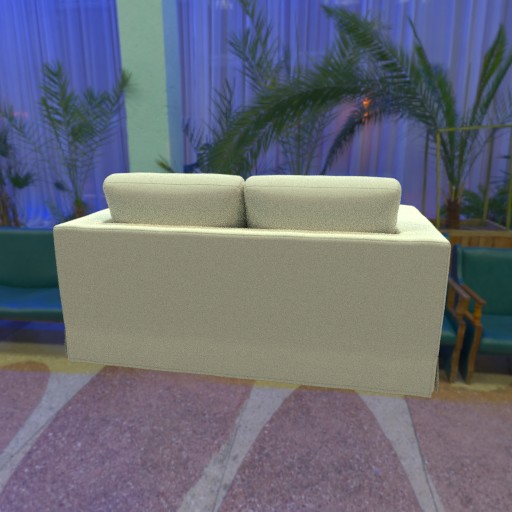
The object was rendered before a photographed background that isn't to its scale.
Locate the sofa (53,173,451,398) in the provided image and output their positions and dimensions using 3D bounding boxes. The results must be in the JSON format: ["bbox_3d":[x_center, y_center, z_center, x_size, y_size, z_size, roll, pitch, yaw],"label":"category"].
[{"bbox_3d":[0.000,0.000,2.452,1.813,0.932,1.009,3,15,10],"label":"sofa"}]
